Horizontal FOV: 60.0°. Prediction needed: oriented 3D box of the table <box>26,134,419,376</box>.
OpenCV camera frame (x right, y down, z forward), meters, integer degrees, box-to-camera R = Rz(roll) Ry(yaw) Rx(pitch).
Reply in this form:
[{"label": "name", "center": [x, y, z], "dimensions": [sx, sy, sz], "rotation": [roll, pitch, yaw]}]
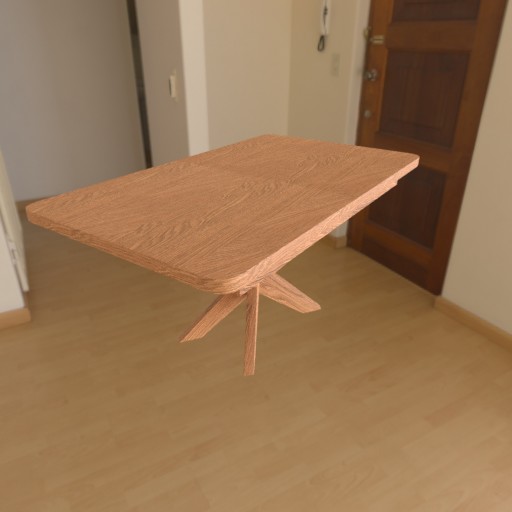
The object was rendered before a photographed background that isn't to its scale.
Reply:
[{"label": "table", "center": [0.000, 0.000, 2.091], "dimensions": [0.950, 0.770, 1.600], "rotation": [18, 32, 31]}]
